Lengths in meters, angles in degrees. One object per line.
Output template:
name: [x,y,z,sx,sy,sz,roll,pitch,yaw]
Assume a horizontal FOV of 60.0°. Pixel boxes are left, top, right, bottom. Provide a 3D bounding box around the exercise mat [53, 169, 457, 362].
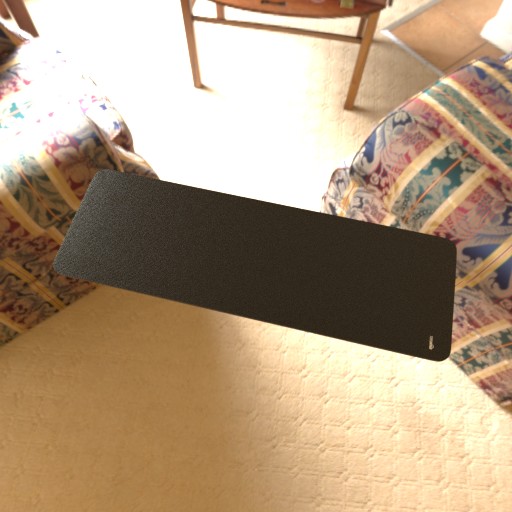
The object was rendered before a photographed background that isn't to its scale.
exercise mat: [0.000,0.000,2.123,1.869,0.021,0.616,12,65,6]
